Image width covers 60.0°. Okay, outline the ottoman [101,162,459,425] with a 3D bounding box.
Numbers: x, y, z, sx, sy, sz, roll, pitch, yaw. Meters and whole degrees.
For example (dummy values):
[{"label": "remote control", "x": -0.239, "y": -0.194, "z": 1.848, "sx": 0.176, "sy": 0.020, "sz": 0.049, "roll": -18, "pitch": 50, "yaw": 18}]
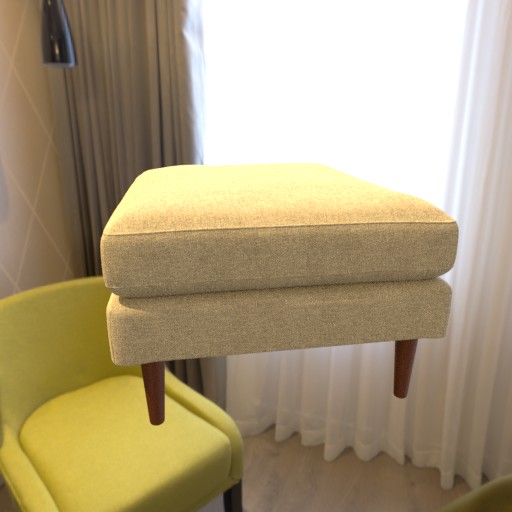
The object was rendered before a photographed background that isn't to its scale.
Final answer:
[{"label": "ottoman", "x": 0.000, "y": 0.000, "z": 1.237, "sx": 0.693, "sy": 0.474, "sz": 0.821, "roll": -3, "pitch": 18, "yaw": -9}]
